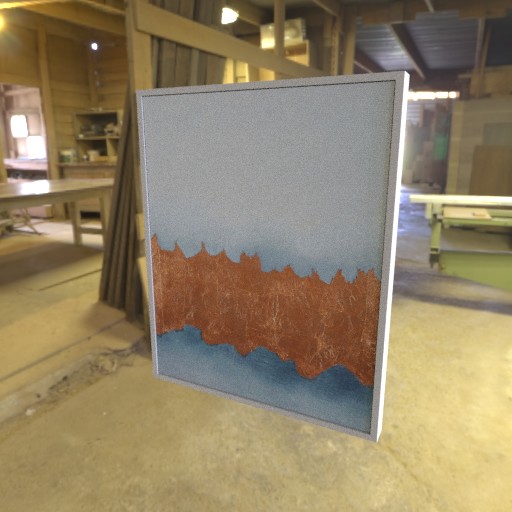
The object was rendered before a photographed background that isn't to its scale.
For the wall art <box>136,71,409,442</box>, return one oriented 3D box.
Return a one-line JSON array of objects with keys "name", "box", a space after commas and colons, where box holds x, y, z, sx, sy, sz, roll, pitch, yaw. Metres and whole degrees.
[{"name": "wall art", "box": [0.000, 0.000, 0.755, 0.451, 0.553, 0.039, 7, 16, 26]}]
